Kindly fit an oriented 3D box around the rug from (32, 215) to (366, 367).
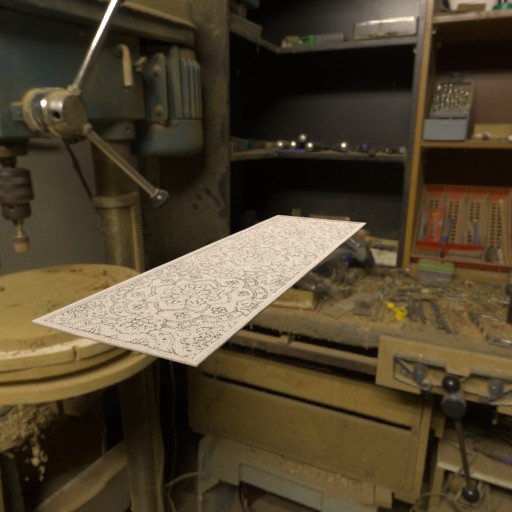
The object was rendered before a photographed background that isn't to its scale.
[{"bbox_3d":[0.000,0.000,2.615,0.769,0.012,2.448,8,18,25],"label":"rug"}]
